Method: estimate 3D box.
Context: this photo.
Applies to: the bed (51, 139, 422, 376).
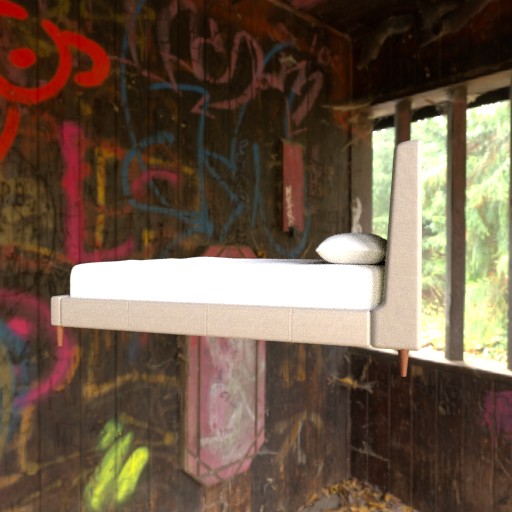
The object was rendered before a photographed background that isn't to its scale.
[{"bbox_3d":[0.000,0.000,3.246,2.232,1.147,1.656,0,1,19],"label":"bed"}]
